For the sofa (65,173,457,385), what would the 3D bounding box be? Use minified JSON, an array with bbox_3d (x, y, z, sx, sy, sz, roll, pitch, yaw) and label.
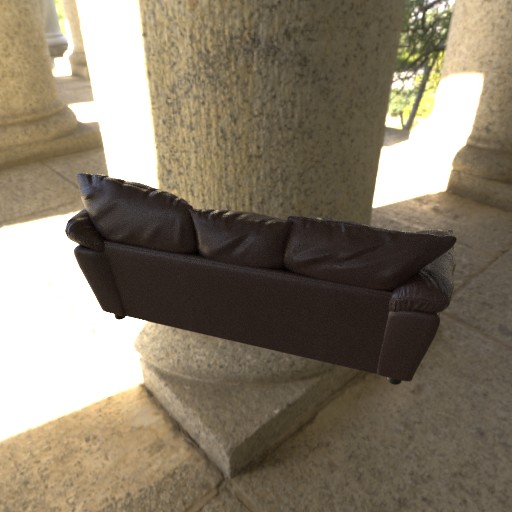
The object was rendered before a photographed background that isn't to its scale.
[{"bbox_3d":[0.000,0.000,2.911,2.390,1.091,0.907,10,33,15],"label":"sofa"}]
